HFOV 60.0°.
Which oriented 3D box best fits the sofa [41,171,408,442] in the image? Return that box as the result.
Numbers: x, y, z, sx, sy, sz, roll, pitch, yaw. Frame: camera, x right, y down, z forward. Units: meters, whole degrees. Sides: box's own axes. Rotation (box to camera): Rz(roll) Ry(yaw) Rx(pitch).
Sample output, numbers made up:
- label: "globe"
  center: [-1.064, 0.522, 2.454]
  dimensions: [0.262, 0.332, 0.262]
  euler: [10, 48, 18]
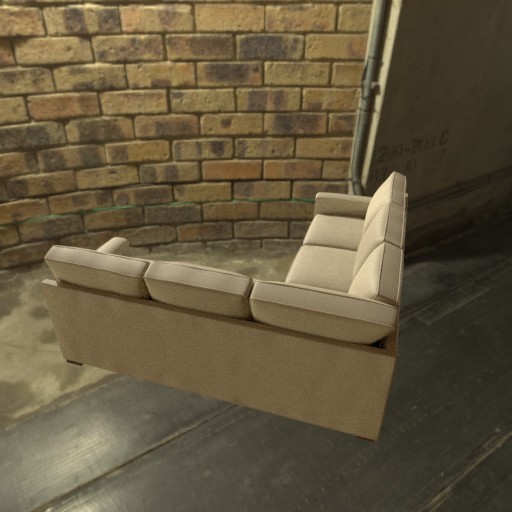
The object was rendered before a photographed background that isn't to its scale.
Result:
- label: "sofa"
  center: [0.000, 0.000, 3.512]
  dimensions: [2.189, 0.939, 2.182]
  euler: [10, 33, 15]
